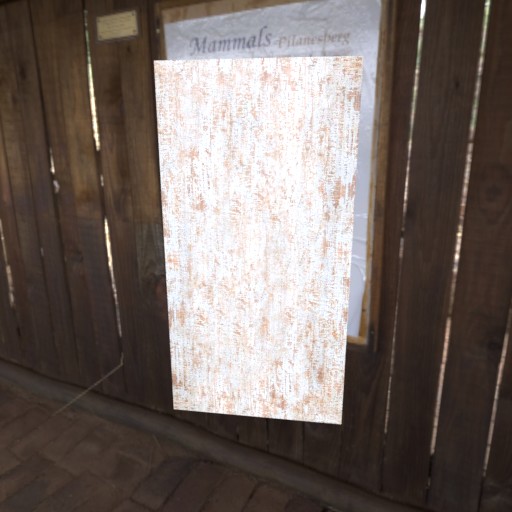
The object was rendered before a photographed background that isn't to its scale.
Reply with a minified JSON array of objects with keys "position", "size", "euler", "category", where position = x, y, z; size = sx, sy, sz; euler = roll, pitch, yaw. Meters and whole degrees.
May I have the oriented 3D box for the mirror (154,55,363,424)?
[{"position":[0.000,0.000,1.124],"size":[0.472,0.922,0.027],"euler":[2,16,8],"category":"mirror"}]
